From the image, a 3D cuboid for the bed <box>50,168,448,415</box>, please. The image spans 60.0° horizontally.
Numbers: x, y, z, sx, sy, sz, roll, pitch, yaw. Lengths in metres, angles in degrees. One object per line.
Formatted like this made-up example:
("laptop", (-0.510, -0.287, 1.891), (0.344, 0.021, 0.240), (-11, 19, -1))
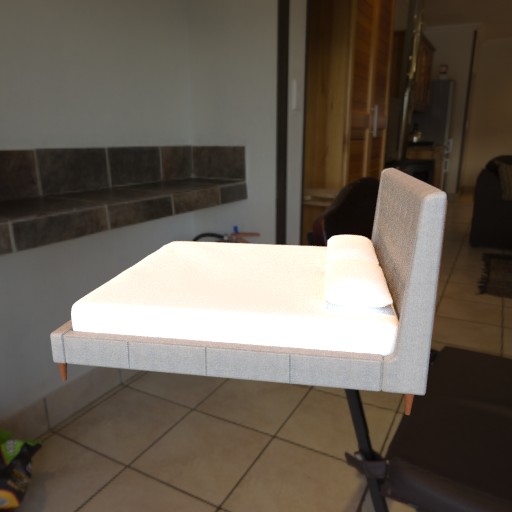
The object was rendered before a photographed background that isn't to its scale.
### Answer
("bed", (0.000, 0.000, 3.547), (2.342, 1.289, 2.062), (2, 15, 9))
